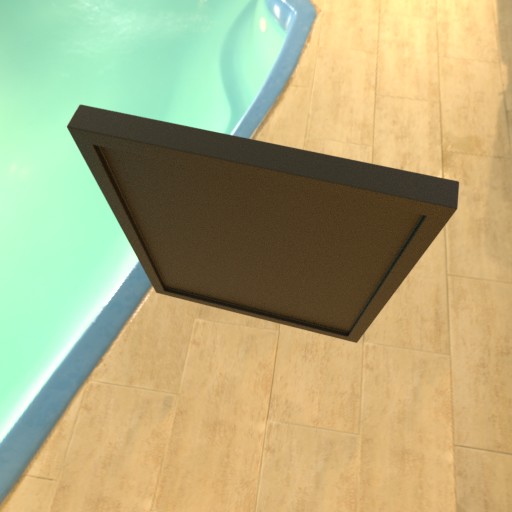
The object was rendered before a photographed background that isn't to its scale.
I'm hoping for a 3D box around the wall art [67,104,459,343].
[{"bbox_3d":[0.000,0.000,0.536,0.328,0.381,0.028,13,64,7],"label":"wall art"}]
